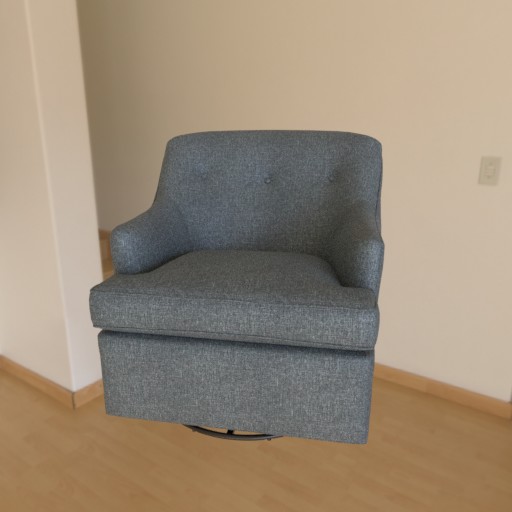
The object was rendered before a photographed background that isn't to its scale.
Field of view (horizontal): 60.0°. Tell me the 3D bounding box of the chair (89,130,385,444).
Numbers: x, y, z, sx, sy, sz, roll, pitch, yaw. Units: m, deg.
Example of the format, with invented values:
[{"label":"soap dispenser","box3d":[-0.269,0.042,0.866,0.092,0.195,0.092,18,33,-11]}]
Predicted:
[{"label":"chair","box3d":[0.000,0.000,1.549,0.864,0.856,0.923,3,16,10]}]
